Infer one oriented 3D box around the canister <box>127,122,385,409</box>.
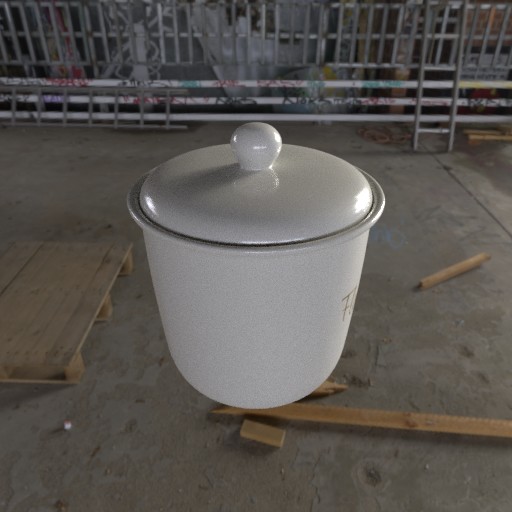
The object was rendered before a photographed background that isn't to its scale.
[{"bbox_3d":[0.000,0.000,0.352,0.182,0.208,0.182,0,31,0],"label":"canister"}]
